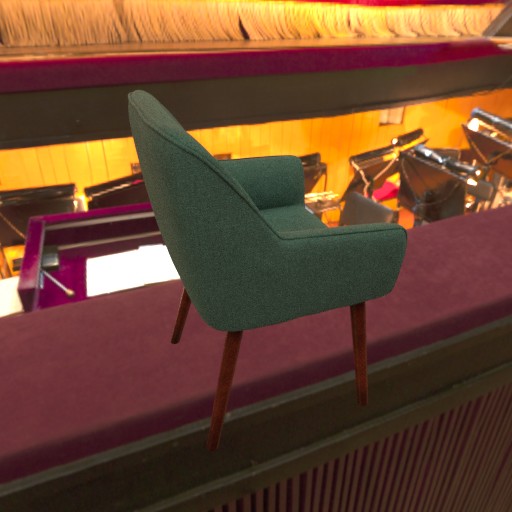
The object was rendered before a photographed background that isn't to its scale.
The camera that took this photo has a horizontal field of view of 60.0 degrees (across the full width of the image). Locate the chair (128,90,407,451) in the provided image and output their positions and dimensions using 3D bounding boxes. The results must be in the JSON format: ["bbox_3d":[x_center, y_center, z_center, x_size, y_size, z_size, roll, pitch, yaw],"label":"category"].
[{"bbox_3d":[0.000,0.000,1.161,0.519,0.803,0.543,-11,32,-19],"label":"chair"}]
